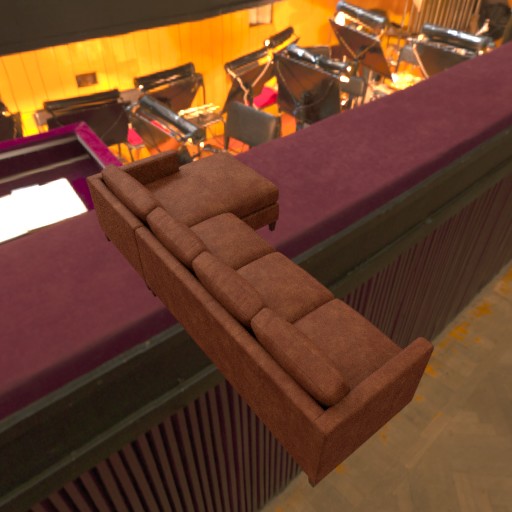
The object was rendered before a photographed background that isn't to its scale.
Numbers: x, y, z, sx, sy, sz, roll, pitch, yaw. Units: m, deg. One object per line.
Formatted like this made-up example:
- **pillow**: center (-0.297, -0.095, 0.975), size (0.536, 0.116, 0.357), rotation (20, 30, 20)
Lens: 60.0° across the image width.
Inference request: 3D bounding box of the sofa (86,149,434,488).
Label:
- **sofa**: center (0.000, 0.000, 3.771), size (1.581, 0.883, 3.203), rotation (-27, 48, -28)
